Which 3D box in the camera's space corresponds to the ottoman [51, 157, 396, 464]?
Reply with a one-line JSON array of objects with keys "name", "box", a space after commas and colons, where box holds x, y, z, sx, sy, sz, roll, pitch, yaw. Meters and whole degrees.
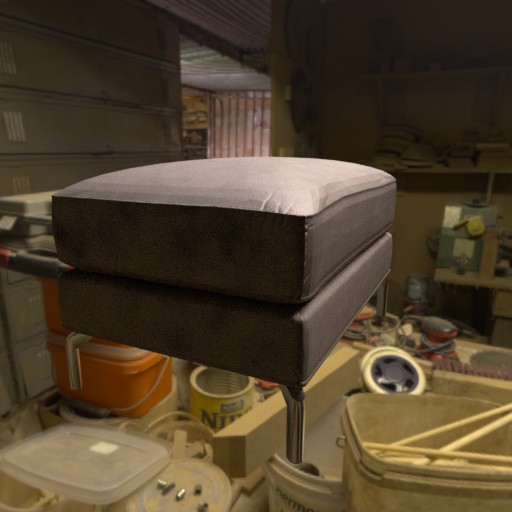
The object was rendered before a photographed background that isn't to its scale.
[{"name": "ottoman", "box": [0.000, 0.000, 1.047, 0.520, 0.456, 0.719, 7, 16, 26]}]
